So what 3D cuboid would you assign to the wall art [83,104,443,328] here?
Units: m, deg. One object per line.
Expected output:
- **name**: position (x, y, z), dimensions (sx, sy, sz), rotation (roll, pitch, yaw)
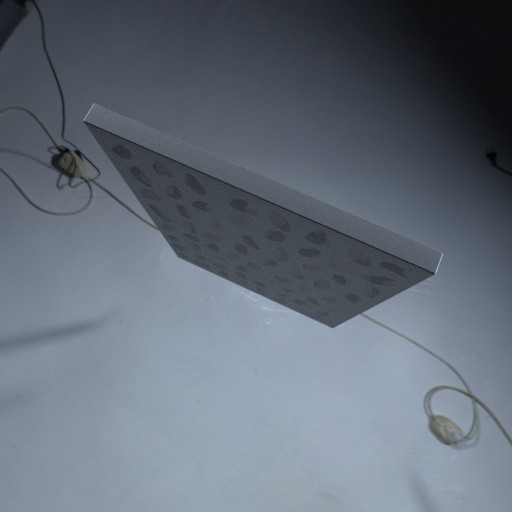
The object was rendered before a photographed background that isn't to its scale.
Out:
- **wall art**: position (0.000, 0.000, 0.758), dimensions (0.405, 0.608, 0.025), rotation (24, 77, 6)
